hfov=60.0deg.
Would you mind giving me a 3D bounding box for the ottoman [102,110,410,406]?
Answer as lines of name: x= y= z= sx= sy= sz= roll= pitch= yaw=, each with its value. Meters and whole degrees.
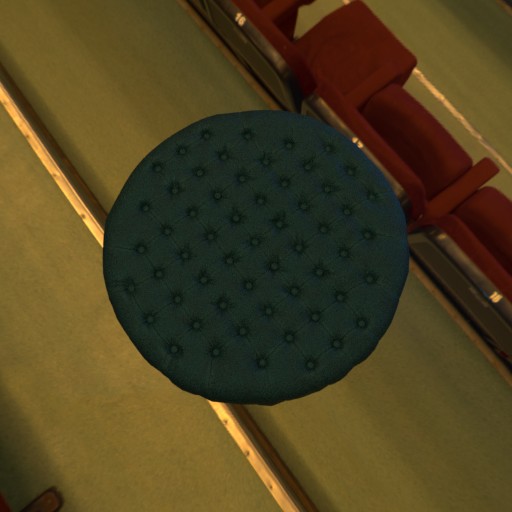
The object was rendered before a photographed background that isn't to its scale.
ottoman: x=0.000 y=0.000 z=1.560 sx=0.998 sy=0.398 sz=0.998 roll=0 pitch=75 yaw=0
